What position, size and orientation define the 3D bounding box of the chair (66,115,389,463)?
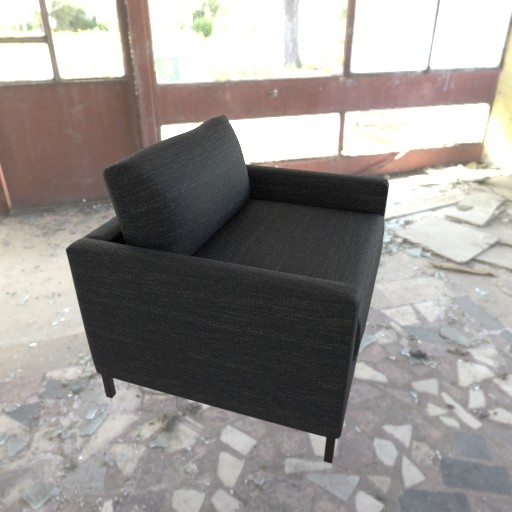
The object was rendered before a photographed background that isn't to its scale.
[{"bbox_3d":[0.000,0.000,1.635,0.866,0.861,0.963,10,30,17],"label":"chair"}]
